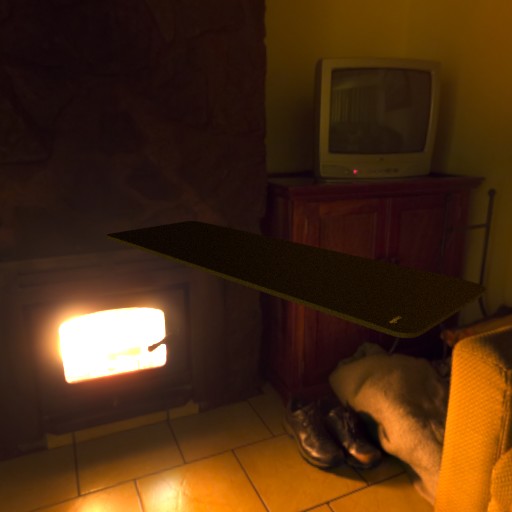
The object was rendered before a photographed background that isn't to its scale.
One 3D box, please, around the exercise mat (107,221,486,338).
[{"bbox_3d":[0.000,0.000,2.084,0.616,0.021,1.869,-14,21,-43],"label":"exercise mat"}]
